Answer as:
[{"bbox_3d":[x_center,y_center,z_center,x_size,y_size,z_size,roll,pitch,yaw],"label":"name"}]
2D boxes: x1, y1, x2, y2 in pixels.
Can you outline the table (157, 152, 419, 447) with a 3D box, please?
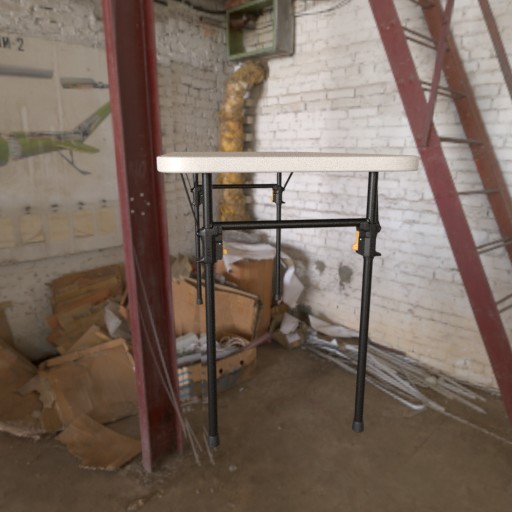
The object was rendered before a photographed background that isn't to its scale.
[{"bbox_3d":[0.000,0.000,1.613,0.610,0.729,1.219,-2,14,-9],"label":"table"}]
